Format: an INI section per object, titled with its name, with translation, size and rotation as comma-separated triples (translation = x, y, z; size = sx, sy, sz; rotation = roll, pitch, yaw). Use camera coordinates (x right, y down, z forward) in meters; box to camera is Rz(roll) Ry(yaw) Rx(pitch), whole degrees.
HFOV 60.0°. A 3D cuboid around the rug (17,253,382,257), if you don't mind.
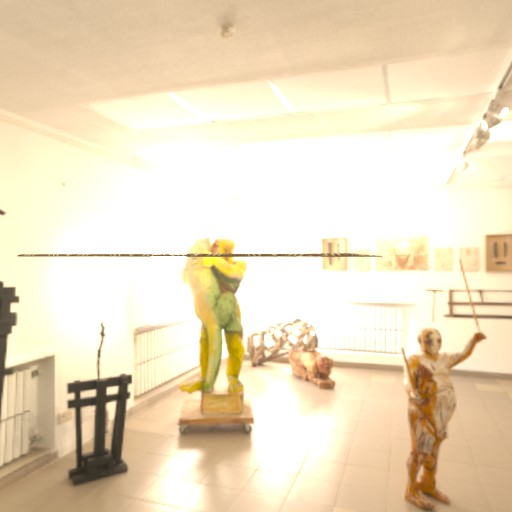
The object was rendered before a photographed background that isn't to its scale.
[rug]
translation = 0.000, 0.000, 2.990
size = 1.541, 0.012, 2.457
rotation = 0, 0, 18
